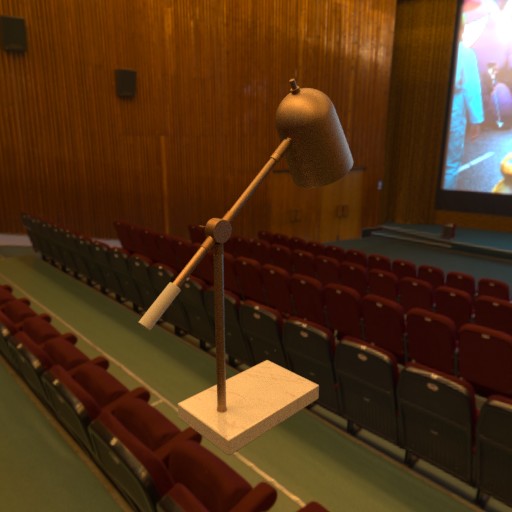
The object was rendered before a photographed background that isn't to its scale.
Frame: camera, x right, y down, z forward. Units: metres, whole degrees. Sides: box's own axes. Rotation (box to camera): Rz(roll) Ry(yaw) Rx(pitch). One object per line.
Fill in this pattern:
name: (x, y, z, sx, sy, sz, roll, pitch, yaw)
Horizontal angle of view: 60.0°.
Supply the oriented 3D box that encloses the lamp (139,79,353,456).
lamp: (0.000, 0.000, 0.787, 0.471, 0.603, 0.144, -14, 21, -42)
